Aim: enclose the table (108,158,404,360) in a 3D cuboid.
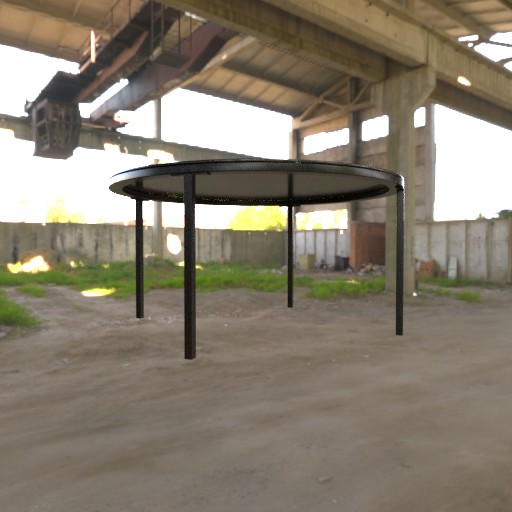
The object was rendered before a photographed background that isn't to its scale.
[{"bbox_3d":[0.000,0.000,1.266,0.800,0.400,0.800,0,1,0],"label":"table"}]
